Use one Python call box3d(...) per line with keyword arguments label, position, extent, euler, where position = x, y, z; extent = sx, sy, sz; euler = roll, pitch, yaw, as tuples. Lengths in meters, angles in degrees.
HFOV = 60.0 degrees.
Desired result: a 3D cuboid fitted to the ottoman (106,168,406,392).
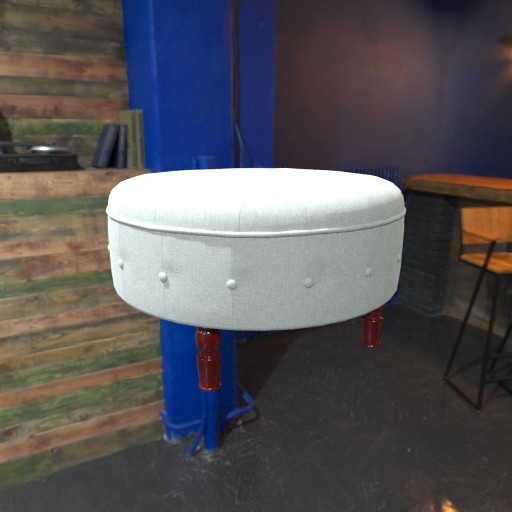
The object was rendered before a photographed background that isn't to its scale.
box3d(label="ottoman", position=(0.000, 0.000, 1.363), extent=(0.850, 0.483, 0.850), euler=(0, 15, 0))
